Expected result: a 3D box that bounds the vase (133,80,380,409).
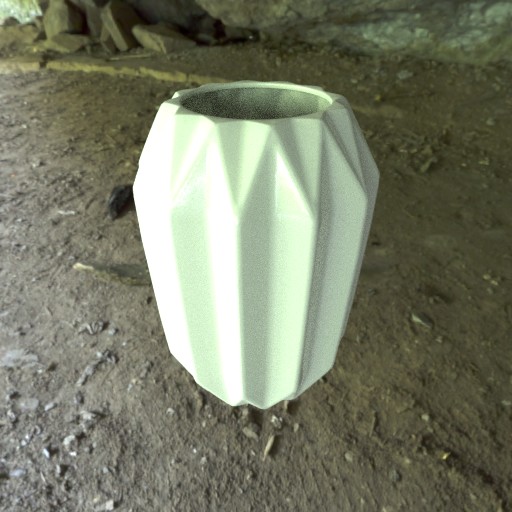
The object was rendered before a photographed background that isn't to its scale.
[{"bbox_3d":[0.000,0.000,0.399,0.195,0.275,0.195,0,33,0],"label":"vase"}]
